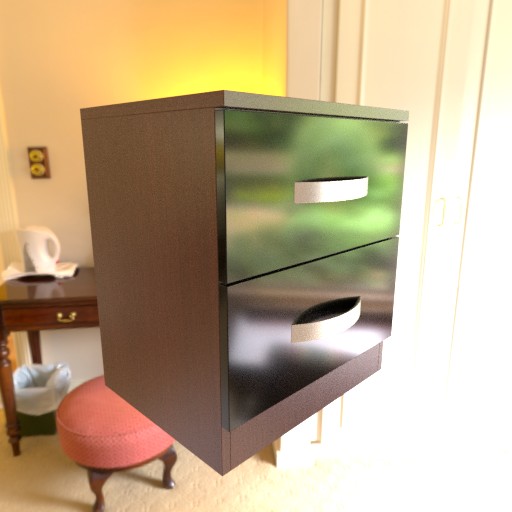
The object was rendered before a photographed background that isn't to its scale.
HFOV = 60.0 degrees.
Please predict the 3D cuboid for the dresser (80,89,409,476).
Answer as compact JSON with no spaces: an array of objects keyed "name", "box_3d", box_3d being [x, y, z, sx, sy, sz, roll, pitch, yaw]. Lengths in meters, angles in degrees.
[{"name":"dresser","box_3d":[0.000,0.000,0.746,0.360,0.470,0.400,14,19,43]}]
